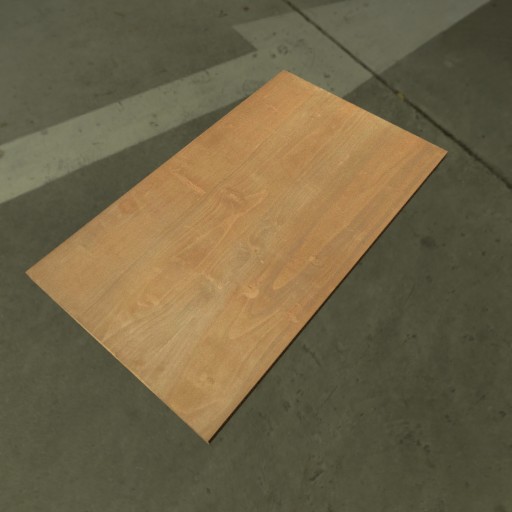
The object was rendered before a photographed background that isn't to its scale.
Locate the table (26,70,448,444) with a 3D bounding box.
[{"bbox_3d":[0.000,0.000,2.183,0.946,0.780,1.609,35,64,20],"label":"table"}]
